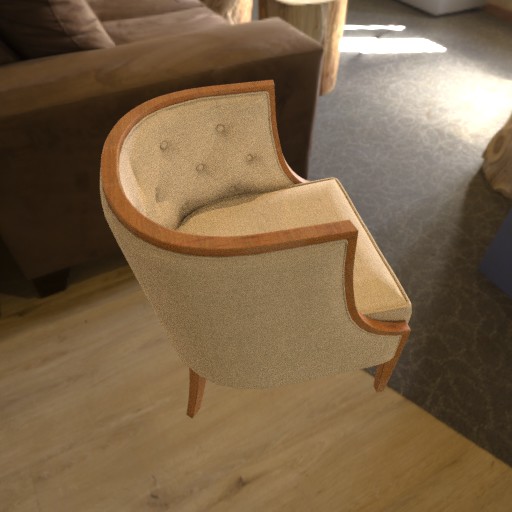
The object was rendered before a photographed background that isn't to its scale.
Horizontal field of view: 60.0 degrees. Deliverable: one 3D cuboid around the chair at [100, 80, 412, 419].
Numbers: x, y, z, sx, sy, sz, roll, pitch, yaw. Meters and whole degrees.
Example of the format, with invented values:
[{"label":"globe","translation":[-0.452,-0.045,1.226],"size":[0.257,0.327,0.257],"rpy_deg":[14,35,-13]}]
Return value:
[{"label":"chair","translation":[0.000,0.000,1.358],"size":[0.757,0.775,0.711],"rpy_deg":[-9,47,-9]}]
